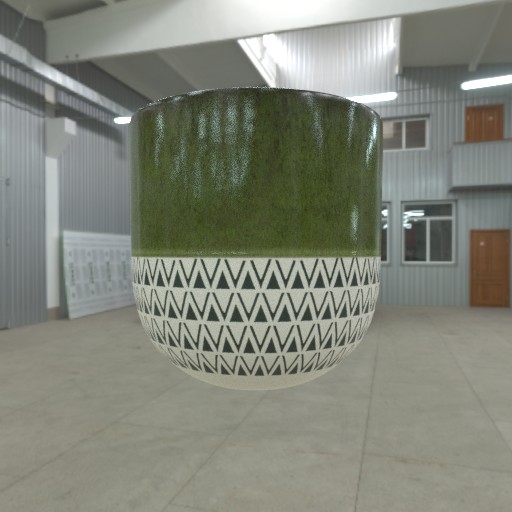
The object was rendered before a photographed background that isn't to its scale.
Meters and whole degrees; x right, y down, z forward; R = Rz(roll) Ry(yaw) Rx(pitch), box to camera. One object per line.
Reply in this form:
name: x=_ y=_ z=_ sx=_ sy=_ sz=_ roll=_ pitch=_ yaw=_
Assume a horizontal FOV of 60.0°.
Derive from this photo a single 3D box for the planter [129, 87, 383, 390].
planter: x=0.000 y=0.000 z=0.483 sx=0.266 sy=0.270 sz=0.266 roll=0 pitch=0 yaw=0
